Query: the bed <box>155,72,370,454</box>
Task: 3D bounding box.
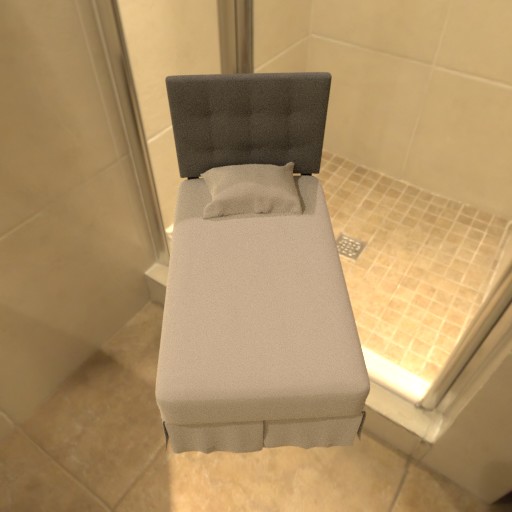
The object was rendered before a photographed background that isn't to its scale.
[{"bbox_3d":[0.000,0.000,2.940,1.261,1.571,1.997,-2,47,-2],"label":"bed"}]
